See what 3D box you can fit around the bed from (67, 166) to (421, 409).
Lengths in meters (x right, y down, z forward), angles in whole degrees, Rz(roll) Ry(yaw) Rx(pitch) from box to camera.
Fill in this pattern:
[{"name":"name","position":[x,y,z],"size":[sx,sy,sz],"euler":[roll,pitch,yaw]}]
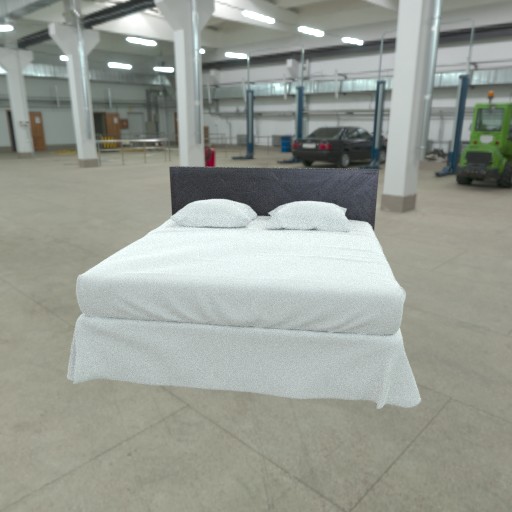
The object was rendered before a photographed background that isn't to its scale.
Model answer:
[{"name":"bed","position":[0.000,0.000,3.453],"size":[2.255,1.158,2.165],"euler":[2,17,8]}]
